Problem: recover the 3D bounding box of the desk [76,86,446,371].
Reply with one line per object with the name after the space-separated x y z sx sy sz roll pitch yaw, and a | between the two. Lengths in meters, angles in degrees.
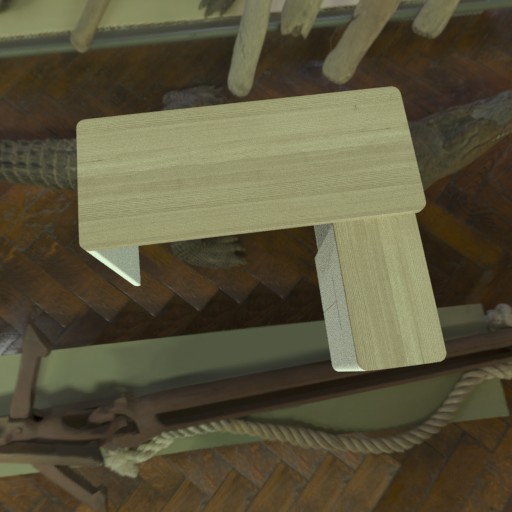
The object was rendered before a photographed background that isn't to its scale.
0.000 0.000 2.135 1.400 0.770 1.175 -7 75 -2 | desk
